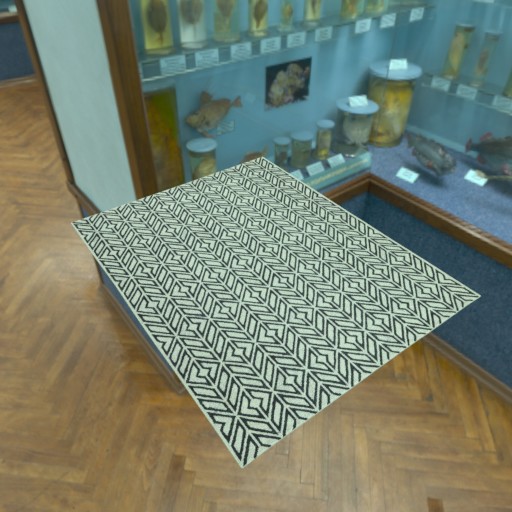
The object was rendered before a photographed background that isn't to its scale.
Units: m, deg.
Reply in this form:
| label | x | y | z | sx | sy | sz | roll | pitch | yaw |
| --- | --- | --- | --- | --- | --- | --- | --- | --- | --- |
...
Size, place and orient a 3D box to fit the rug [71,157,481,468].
| label | x | y | z | sx | sy | sz | roll | pitch | yaw |
| --- | --- | --- | --- | --- | --- | --- | --- | --- | --- |
| rug | 0.000 | 0.000 | 4.087 | 2.421 | 0.008 | 3.045 | -25 | 46 | -27 |
